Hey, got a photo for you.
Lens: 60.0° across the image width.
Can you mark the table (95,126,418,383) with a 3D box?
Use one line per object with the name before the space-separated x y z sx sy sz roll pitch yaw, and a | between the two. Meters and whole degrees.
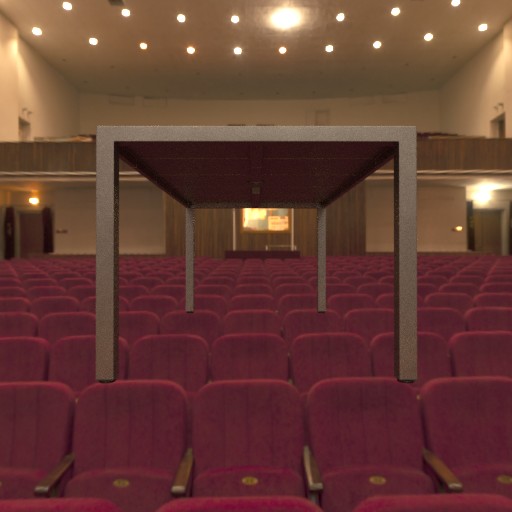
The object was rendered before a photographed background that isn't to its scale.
table | 0.000 0.000 2.097 0.914 0.735 1.680 0 0 0
